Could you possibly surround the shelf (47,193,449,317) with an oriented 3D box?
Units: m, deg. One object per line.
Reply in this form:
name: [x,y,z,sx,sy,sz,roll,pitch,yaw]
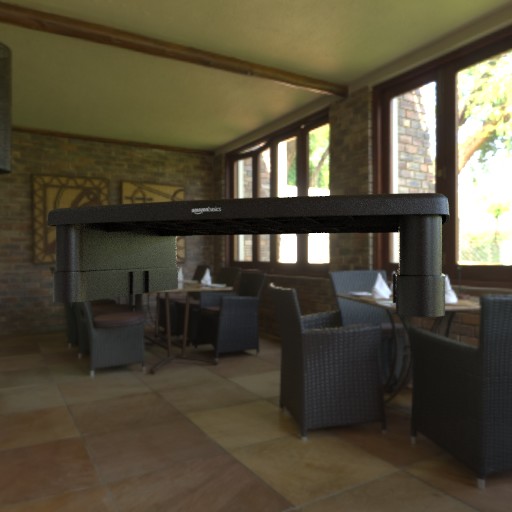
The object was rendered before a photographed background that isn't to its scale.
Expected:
shelf: [0.000,0.000,0.520,0.410,0.100,0.280,0,0,18]
